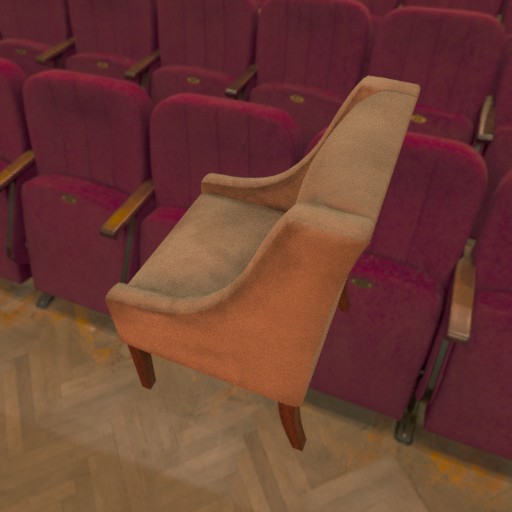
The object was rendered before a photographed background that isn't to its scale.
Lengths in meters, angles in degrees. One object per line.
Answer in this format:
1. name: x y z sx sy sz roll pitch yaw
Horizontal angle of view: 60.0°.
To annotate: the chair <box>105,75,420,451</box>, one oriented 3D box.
1. chair: 0.000 0.000 1.279 0.629 0.895 0.629 16 48 15
